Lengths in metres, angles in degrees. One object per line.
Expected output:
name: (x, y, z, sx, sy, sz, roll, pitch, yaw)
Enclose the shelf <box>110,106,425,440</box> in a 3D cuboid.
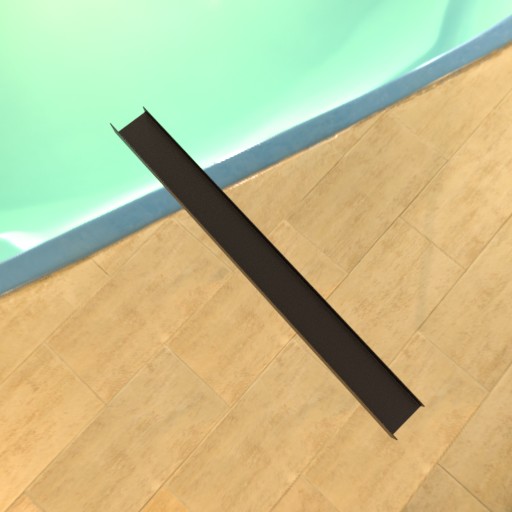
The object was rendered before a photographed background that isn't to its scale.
shelf: (0.000, 0.000, 0.976, 0.092, 0.049, 0.924, -41, 79, -10)
